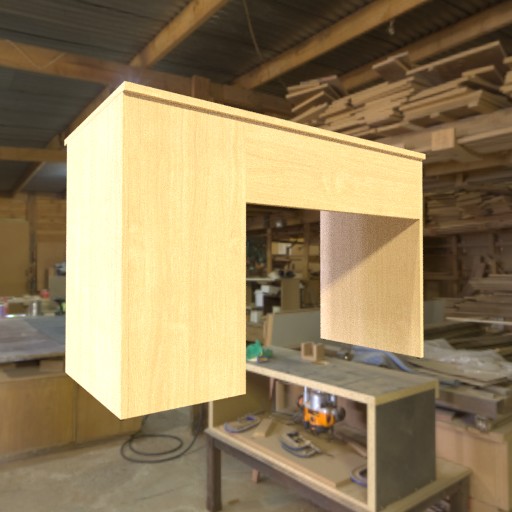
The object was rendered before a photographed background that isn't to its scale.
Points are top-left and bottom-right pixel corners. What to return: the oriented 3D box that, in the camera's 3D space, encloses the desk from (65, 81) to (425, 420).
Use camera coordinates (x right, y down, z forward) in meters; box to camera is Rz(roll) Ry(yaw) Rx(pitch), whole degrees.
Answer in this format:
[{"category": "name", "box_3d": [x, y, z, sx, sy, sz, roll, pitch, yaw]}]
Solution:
[{"category": "desk", "box_3d": [0.000, 0.000, 1.495, 1.097, 0.735, 0.560, 1, -1, -36]}]
